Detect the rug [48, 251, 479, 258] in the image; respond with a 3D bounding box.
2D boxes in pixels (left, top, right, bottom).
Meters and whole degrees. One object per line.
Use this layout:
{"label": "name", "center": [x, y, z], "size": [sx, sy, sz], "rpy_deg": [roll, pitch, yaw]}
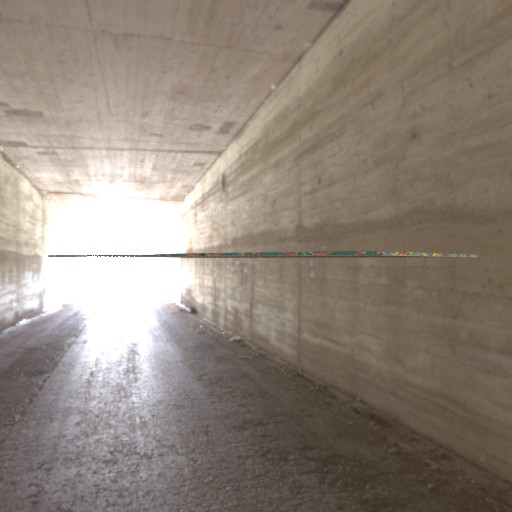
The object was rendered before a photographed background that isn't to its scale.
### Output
{"label": "rug", "center": [0.000, 0.000, 2.819], "size": [2.290, 0.016, 1.527], "rpy_deg": [0, -1, 38]}
